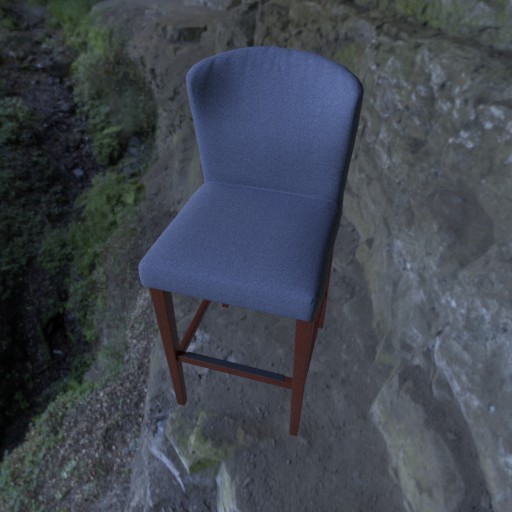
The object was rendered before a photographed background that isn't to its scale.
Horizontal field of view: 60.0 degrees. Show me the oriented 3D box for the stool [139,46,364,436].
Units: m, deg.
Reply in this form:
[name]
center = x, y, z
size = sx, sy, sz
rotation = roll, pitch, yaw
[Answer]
[stool]
center = 0.000, 0.000, 1.369
size = 0.481, 1.069, 0.568
rotation = 11, 42, 12
